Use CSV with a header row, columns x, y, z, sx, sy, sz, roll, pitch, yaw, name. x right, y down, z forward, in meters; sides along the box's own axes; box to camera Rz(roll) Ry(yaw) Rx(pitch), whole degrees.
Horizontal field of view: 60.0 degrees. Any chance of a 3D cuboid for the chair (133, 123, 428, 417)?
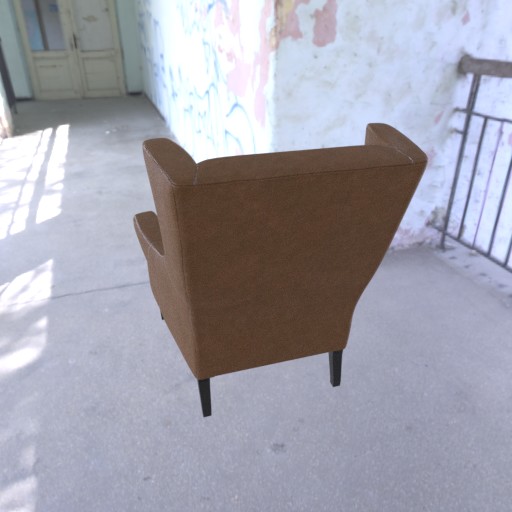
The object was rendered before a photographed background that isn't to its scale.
x,y,z,sx,sy,sz,roll,pitch,yaw,name
0.000,0.000,1.675,0.852,1.016,0.925,-8,30,-15,chair
